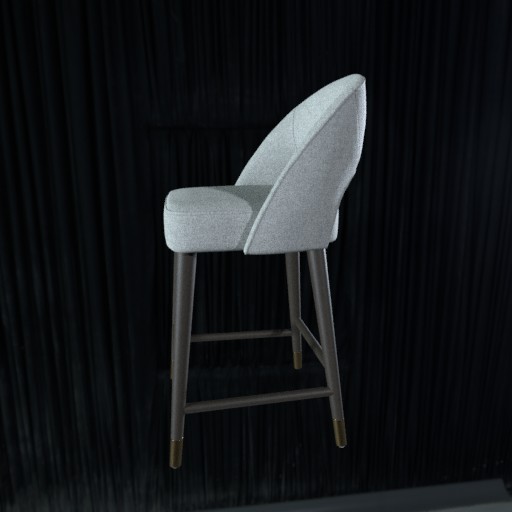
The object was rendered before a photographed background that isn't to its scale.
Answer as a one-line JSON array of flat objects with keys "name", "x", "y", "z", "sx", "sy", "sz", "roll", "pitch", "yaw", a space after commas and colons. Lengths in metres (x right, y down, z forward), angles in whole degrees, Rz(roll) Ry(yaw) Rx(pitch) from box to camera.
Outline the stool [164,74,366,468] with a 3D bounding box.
[{"name": "stool", "x": 0.000, "y": 0.000, "z": 1.226, "sx": 0.509, "sy": 0.940, "sz": 0.494, "roll": -3, "pitch": 14, "yaw": -10}]
